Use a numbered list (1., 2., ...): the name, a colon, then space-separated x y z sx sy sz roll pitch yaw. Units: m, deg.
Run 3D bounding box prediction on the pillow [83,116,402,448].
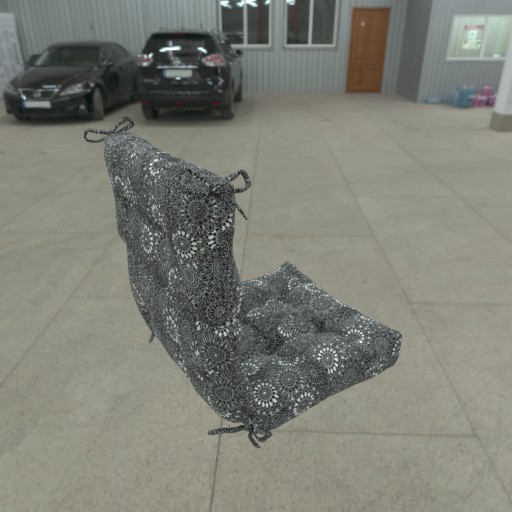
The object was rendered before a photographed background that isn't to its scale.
1. pillow: 0.000 0.000 1.027 0.571 0.605 0.519 -16 31 -30
